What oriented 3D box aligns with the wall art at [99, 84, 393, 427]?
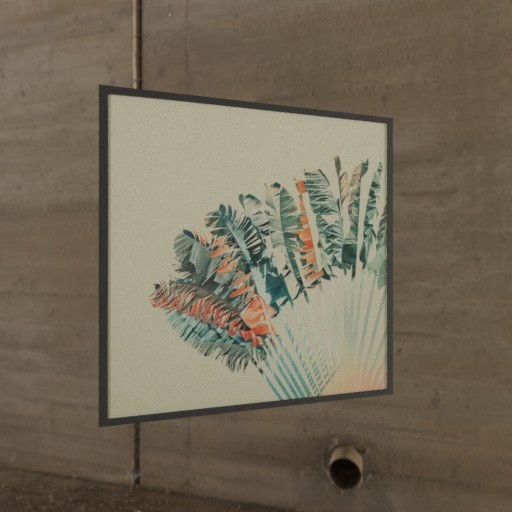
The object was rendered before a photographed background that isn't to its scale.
[{"bbox_3d":[0.000,0.000,0.453,0.302,0.300,0.036,0,0,-18],"label":"wall art"}]
